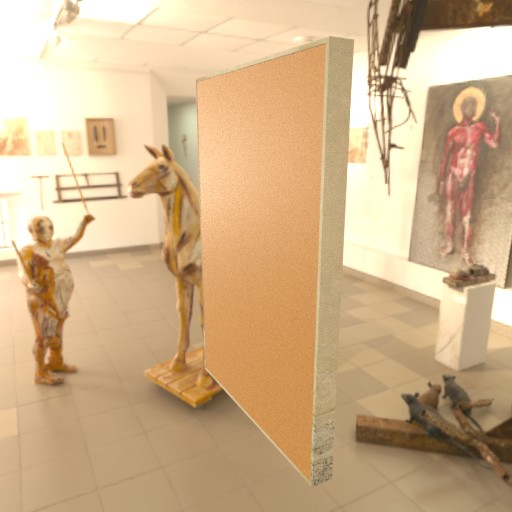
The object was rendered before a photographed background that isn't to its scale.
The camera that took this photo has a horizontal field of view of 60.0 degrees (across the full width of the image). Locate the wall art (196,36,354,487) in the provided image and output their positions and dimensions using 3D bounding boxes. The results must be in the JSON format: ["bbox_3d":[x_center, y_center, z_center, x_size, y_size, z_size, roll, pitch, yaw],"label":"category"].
[{"bbox_3d":[0.000,0.000,0.753,0.036,0.607,0.403,-8,17,-28],"label":"wall art"}]
